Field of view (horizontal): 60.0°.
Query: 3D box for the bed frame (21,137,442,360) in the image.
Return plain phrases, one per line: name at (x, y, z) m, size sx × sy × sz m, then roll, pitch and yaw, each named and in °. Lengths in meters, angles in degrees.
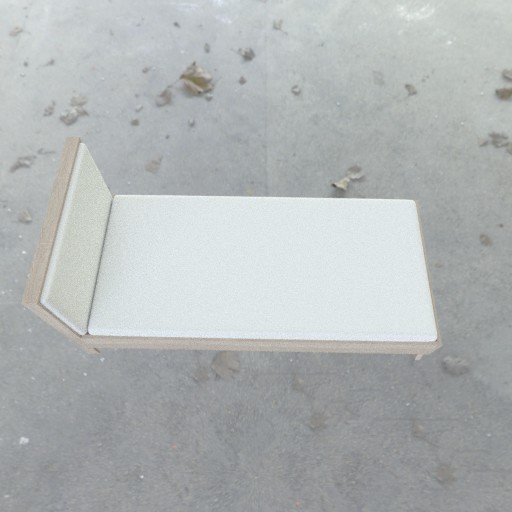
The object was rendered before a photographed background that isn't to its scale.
bed frame at (0.000, 0.000, 2.660) m, size 2.140 × 0.920 × 0.990 m, roll 1°, pitch 63°, yaw 1°
